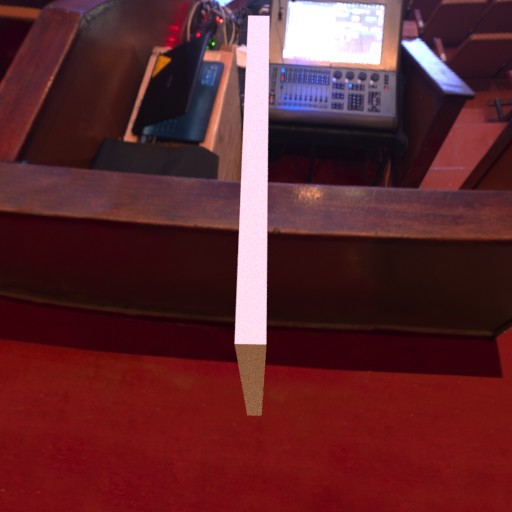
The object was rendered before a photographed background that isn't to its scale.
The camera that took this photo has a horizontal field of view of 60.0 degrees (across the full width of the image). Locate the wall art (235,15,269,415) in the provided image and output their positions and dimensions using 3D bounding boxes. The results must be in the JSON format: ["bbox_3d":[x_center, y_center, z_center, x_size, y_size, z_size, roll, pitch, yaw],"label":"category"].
[{"bbox_3d":[0.000,0.000,0.739,0.030,0.549,0.443,1,64,0],"label":"wall art"}]
